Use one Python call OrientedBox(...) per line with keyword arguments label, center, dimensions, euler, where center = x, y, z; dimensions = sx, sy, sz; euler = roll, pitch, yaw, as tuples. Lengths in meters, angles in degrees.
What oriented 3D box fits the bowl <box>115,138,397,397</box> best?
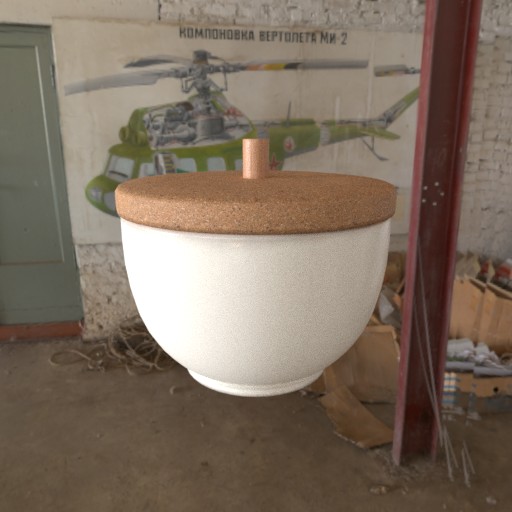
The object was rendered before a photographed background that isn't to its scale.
OrientedBox(label="bowl", center=(0.000, 0.000, 0.216), dimensions=(0.126, 0.110, 0.126), euler=(0, 15, 0))
